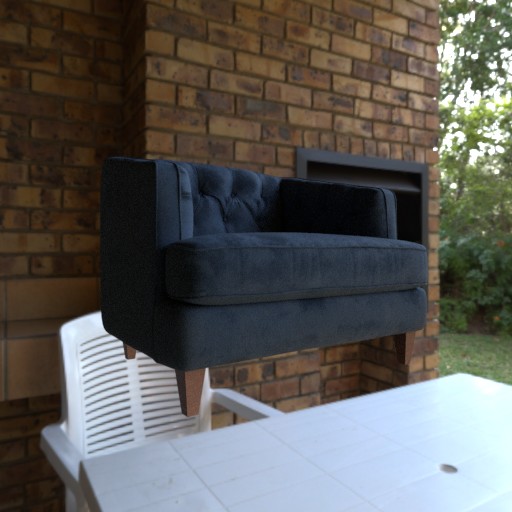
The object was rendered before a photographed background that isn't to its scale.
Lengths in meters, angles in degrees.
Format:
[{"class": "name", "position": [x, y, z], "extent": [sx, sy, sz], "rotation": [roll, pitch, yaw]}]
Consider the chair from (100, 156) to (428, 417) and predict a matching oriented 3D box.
[{"class": "chair", "position": [0.000, 0.000, 1.771], "extent": [1.094, 0.852, 0.940], "rotation": [-1, 1, -35]}]
